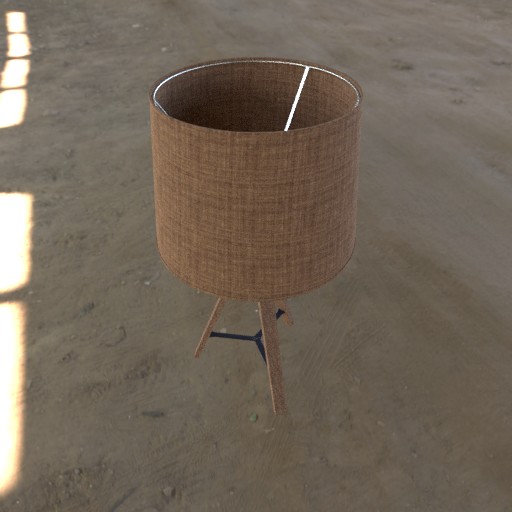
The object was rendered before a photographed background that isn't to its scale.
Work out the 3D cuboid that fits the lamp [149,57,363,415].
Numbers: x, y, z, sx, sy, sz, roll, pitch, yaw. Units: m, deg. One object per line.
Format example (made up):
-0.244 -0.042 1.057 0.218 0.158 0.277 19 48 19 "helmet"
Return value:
0.000 0.000 0.686 0.290 0.514 0.290 0 40 0 "lamp"
